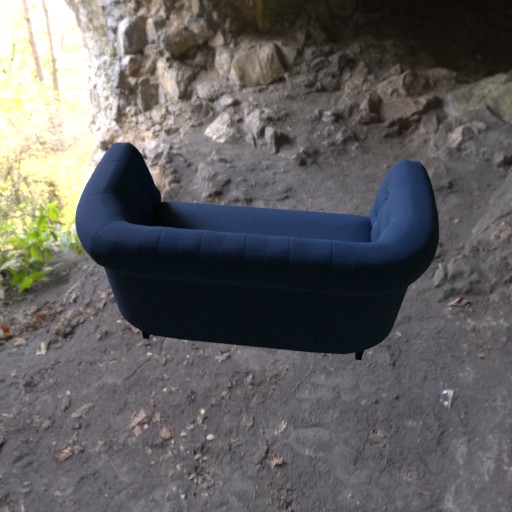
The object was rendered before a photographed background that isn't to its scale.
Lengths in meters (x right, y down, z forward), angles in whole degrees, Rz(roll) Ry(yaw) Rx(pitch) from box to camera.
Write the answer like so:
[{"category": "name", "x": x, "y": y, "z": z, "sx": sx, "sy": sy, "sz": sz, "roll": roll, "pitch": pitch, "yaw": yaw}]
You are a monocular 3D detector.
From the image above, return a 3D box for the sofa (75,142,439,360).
[{"category": "sofa", "x": 0.000, "y": 0.000, "z": 2.162, "sx": 1.558, "sy": 0.827, "sz": 0.835, "roll": 5, "pitch": 45, "yaw": 5}]
